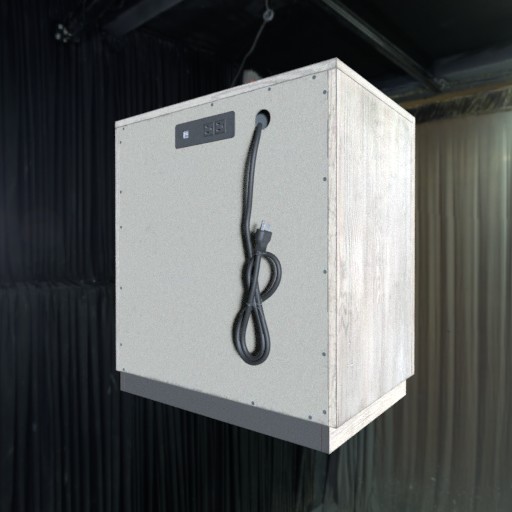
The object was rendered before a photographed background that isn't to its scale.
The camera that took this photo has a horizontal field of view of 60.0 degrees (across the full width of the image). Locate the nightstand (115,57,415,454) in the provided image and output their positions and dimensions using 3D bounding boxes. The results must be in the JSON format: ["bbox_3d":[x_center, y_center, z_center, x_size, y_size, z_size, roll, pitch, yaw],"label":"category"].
[{"bbox_3d":[0.000,0.000,1.074,0.612,0.673,0.483,0,1,37],"label":"nightstand"}]
